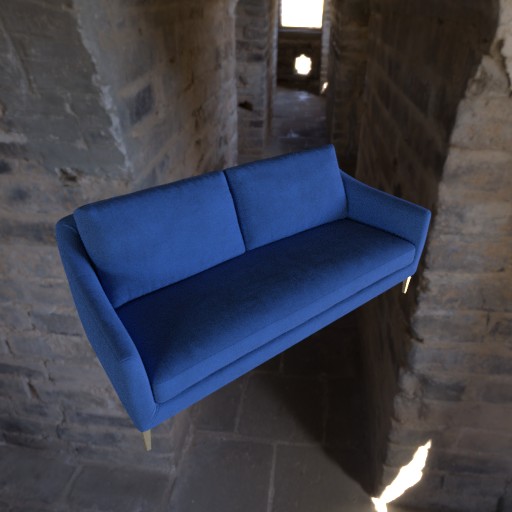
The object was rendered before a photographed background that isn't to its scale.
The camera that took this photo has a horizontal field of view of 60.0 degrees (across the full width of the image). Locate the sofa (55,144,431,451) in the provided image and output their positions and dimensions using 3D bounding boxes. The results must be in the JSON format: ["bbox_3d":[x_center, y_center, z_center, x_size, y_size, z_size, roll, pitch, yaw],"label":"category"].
[{"bbox_3d":[0.000,0.000,2.547,2.036,0.903,0.960,-22,37,-33],"label":"sofa"}]
